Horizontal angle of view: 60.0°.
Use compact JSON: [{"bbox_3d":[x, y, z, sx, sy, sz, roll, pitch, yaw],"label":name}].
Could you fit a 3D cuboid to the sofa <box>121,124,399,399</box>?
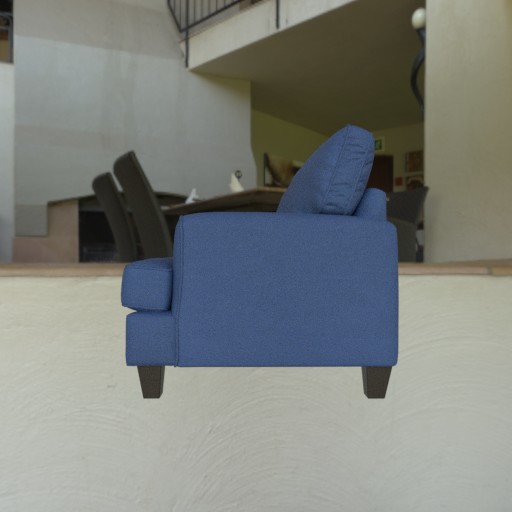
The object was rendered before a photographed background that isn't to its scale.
[{"bbox_3d":[0.000,0.000,2.285,0.965,0.965,1.651,0,1,-1],"label":"sofa"}]
